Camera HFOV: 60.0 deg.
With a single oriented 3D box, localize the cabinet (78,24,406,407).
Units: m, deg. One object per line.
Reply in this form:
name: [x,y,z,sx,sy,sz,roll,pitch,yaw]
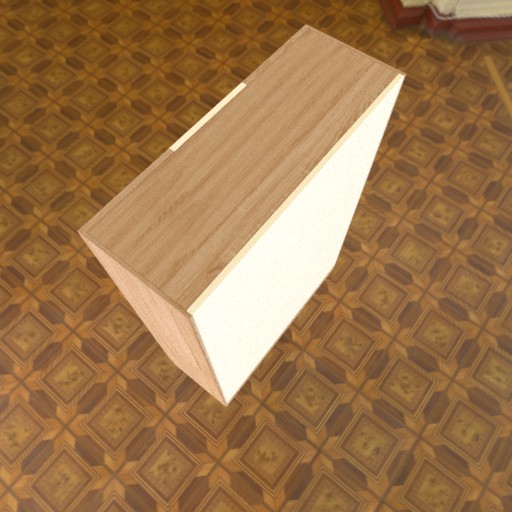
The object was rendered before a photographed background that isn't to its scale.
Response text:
cabinet: [0.000,0.000,2.810,0.590,2.120,1.500,35,69,16]
